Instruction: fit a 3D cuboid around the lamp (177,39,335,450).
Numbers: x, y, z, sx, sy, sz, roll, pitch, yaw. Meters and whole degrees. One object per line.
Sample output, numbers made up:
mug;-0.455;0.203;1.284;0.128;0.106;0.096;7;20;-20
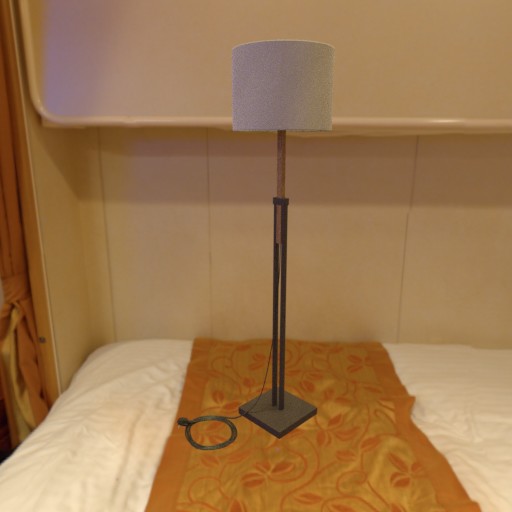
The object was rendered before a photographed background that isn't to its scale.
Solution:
lamp;0.000;0.000;1.909;0.639;1.650;0.474;-14;20;-43
